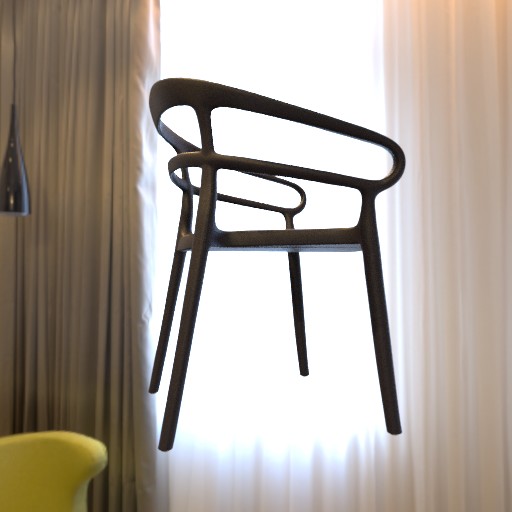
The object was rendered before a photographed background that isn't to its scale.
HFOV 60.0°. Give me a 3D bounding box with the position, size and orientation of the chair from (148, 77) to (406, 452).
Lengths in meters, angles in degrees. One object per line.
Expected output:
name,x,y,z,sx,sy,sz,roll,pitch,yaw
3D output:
chair,0.000,0.000,1.117,0.527,0.761,0.559,0,-1,-16
